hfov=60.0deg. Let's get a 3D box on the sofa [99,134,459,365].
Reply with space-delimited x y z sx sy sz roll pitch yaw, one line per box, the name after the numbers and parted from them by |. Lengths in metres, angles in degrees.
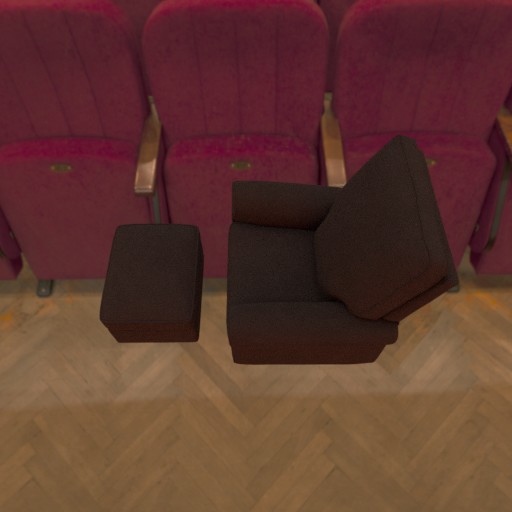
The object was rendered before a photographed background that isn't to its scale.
0.000 0.000 2.080 1.478 0.959 0.880 0 59 0 | sofa
